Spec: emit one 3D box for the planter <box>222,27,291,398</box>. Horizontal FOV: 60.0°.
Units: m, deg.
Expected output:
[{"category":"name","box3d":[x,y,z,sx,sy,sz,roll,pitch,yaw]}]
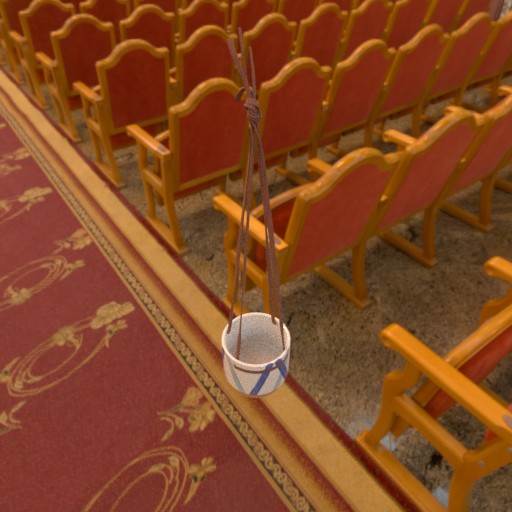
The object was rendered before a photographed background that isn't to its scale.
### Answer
[{"category":"planter","box3d":[0.000,0.000,0.821,0.153,0.753,0.157,-25,46,-26]}]
